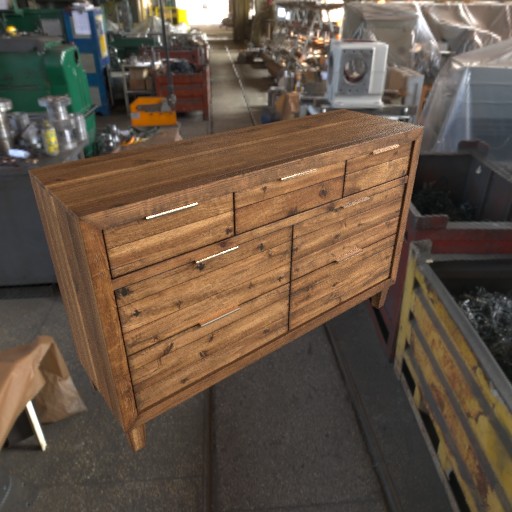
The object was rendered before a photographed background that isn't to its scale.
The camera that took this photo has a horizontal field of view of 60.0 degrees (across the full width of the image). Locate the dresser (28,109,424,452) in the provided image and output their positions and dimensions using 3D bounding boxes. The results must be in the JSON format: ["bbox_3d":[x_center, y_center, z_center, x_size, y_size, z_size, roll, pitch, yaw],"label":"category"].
[{"bbox_3d":[0.000,0.000,1.767,1.387,0.892,0.438,-22,36,-33],"label":"dresser"}]
